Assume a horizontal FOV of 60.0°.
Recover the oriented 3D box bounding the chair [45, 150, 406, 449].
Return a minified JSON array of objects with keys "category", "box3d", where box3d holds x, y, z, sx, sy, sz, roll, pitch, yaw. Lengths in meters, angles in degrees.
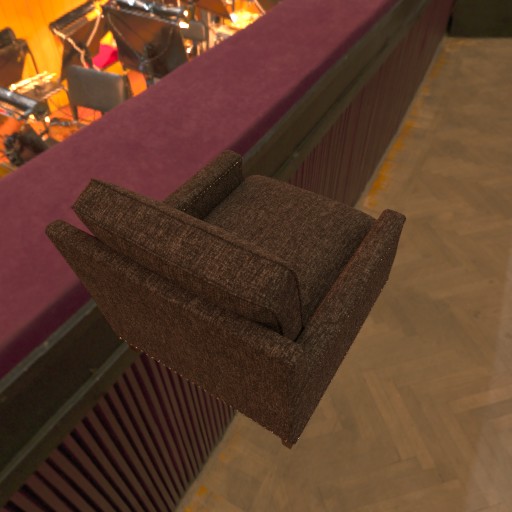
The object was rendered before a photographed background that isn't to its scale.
[{"category":"chair","box3d":[0.000,0.000,1.676,0.853,0.943,1.014,25,52,22]}]
